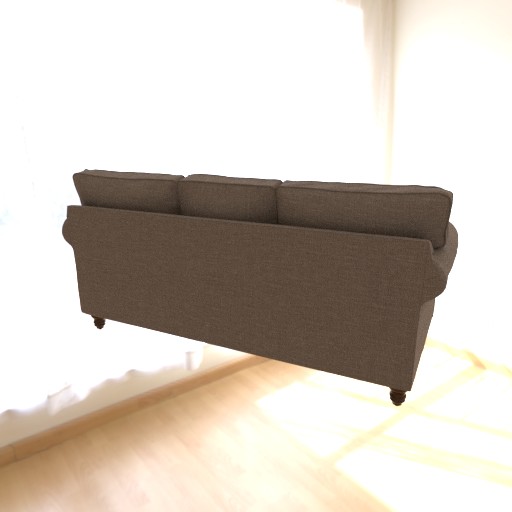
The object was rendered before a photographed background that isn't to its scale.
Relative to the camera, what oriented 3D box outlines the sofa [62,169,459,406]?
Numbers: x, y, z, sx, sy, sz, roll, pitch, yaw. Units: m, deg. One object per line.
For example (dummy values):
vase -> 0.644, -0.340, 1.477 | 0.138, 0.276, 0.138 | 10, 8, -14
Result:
sofa -> 0.000, 0.000, 2.540 | 2.084, 0.961, 0.916 | 8, 17, 25
